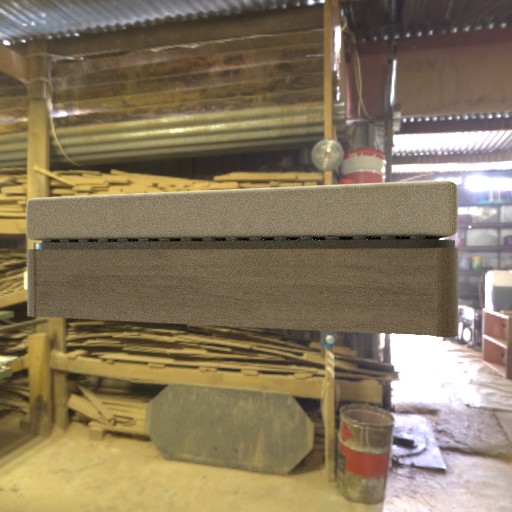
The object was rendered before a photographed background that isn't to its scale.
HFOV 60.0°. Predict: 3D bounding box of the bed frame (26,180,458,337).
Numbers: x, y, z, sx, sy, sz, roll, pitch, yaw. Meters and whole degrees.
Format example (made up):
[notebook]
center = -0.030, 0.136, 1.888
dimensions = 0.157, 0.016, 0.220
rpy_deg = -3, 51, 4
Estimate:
[bed frame]
center = 0.000, 0.000, 2.478
dimensions = 1.900, 0.561, 1.400
rpy_deg = 0, 0, 17
